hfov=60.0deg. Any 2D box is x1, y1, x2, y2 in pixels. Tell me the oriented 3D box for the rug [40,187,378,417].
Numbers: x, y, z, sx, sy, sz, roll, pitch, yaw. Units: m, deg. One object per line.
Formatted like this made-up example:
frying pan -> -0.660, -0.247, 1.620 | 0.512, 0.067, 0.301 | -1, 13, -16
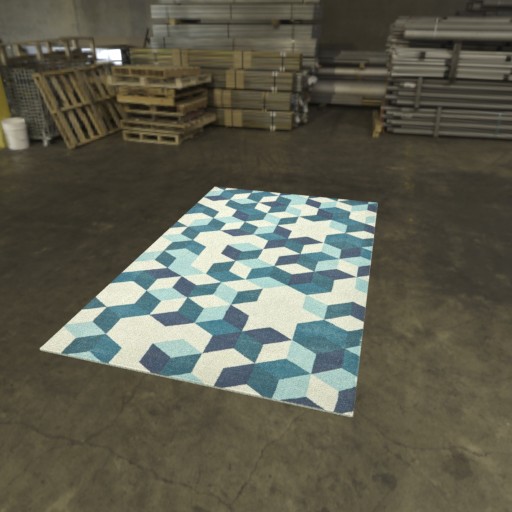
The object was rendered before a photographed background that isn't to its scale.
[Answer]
rug -> 0.000, 0.000, 3.024 | 1.518, 0.015, 2.438 | 8, 29, 14
